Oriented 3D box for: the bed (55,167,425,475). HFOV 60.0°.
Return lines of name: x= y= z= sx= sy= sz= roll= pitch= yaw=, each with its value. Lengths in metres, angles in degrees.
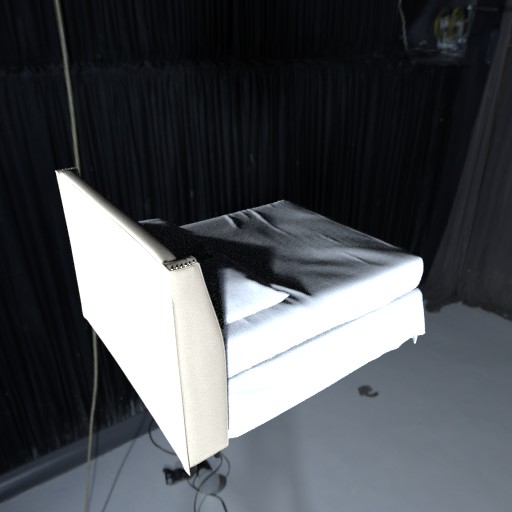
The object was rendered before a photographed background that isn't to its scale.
bed: x=0.000 y=0.000 z=3.413 sx=2.276 sy=1.332 sz=1.925 roll=-18 pitch=32 yaw=-31
